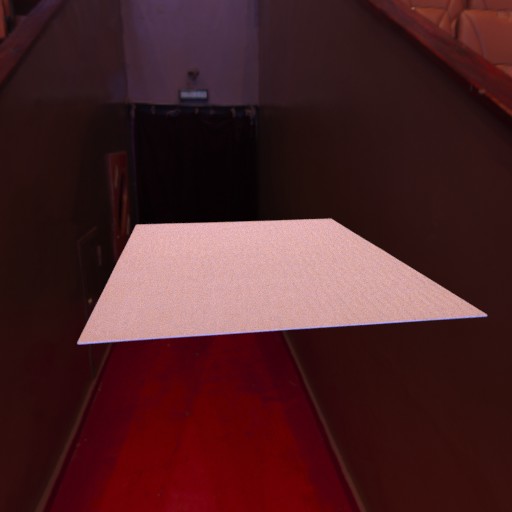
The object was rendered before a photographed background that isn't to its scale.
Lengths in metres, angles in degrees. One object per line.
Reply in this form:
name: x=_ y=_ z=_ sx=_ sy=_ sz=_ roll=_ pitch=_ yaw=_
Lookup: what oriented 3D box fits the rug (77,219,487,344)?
rug: x=0.000 y=0.000 z=3.993 sx=2.410 sy=0.021 sz=3.055 roll=-2 pitch=16 yaw=-8
